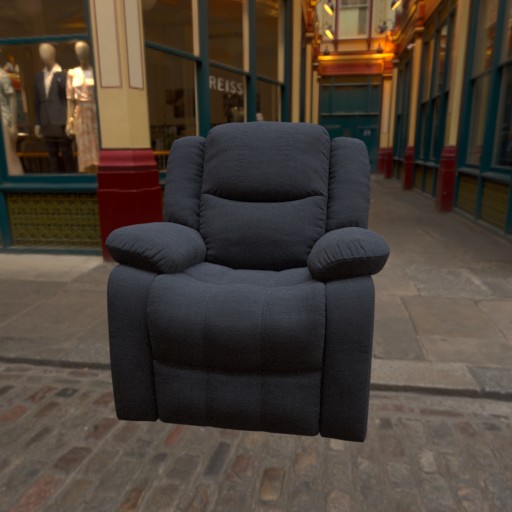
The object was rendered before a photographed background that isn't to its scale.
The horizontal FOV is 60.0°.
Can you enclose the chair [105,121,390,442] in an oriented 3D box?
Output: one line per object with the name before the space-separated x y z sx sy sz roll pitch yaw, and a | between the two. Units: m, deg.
chair | 0.000 0.000 1.689 0.899 1.008 0.944 2 15 8
